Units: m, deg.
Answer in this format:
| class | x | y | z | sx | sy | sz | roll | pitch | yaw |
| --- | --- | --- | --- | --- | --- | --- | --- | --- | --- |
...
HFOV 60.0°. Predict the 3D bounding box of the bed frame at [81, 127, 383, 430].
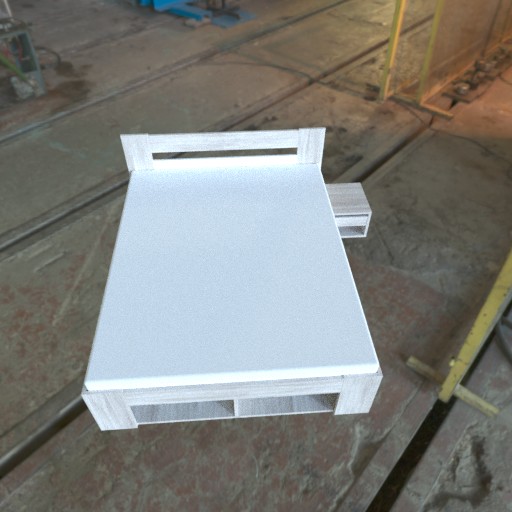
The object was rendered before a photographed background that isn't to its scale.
| class | x | y | z | sx | sy | sz | roll | pitch | yaw |
| --- | --- | --- | --- | --- | --- | --- | --- | --- | --- |
| bed frame | 0.000 | 0.000 | 3.190 | 2.040 | 0.860 | 2.050 | -3 | 45 | -3 |
